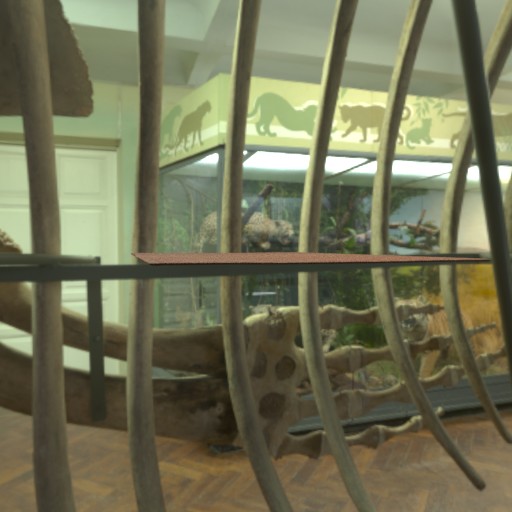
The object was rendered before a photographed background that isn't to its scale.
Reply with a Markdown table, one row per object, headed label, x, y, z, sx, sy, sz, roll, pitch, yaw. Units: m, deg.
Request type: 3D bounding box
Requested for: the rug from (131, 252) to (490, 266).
| label | x | y | z | sx | sy | sz | roll | pitch | yaw |
| --- | --- | --- | --- | --- | --- | --- | --- | --- | --- |
| rug | 0.000 | 0.000 | 2.178 | 1.139 | 0.011 | 1.747 | 0 | 1 | -17 |
